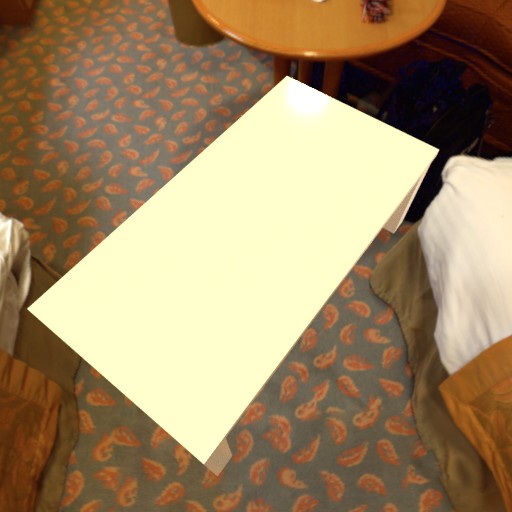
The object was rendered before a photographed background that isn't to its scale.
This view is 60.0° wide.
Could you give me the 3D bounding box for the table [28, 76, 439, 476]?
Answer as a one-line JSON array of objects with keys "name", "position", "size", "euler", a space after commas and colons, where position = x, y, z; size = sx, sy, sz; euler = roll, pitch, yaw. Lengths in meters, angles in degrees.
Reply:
[{"name": "table", "position": [0.000, 0.000, 1.699], "size": [0.700, 0.470, 1.350], "euler": [33, 65, 18]}]
